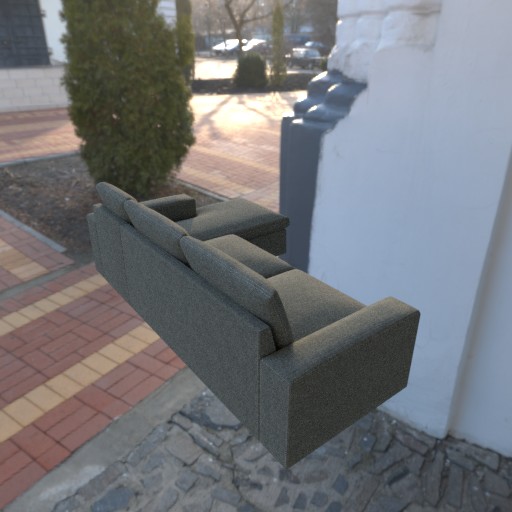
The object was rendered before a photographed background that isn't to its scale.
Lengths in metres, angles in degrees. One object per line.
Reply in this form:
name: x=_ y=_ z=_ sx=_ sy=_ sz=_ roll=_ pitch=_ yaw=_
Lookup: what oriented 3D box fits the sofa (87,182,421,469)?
sofa: x=0.000 y=0.000 z=3.440 sx=1.689 sy=0.940 sz=2.718 roll=-18 pitch=31 yaw=-33
